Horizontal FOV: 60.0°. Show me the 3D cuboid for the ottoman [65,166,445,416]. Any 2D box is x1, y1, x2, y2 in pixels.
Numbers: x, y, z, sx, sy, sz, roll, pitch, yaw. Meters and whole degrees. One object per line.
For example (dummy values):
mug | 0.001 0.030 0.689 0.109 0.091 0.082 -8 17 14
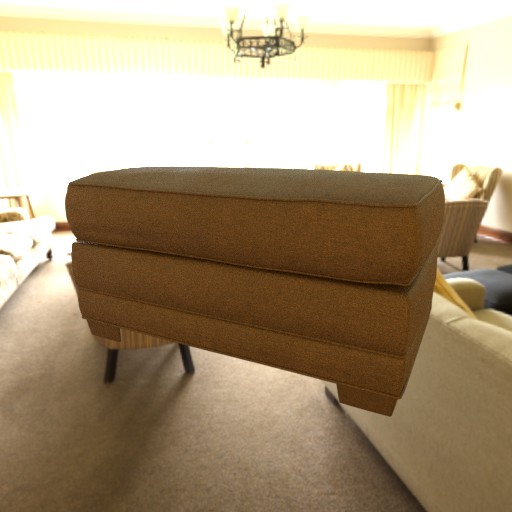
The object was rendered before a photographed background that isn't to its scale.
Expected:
ottoman | 0.000 0.000 1.154 0.864 0.448 0.490 8 18 26
